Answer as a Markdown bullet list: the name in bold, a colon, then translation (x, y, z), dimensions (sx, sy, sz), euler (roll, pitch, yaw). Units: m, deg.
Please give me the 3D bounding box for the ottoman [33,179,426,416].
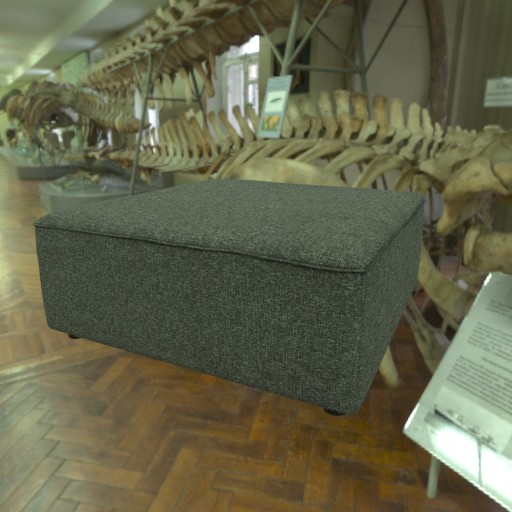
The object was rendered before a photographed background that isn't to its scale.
- **ottoman**: translation (0.000, 0.000, 1.570), dimensions (1.017, 0.423, 1.021), euler (8, 19, 26)
